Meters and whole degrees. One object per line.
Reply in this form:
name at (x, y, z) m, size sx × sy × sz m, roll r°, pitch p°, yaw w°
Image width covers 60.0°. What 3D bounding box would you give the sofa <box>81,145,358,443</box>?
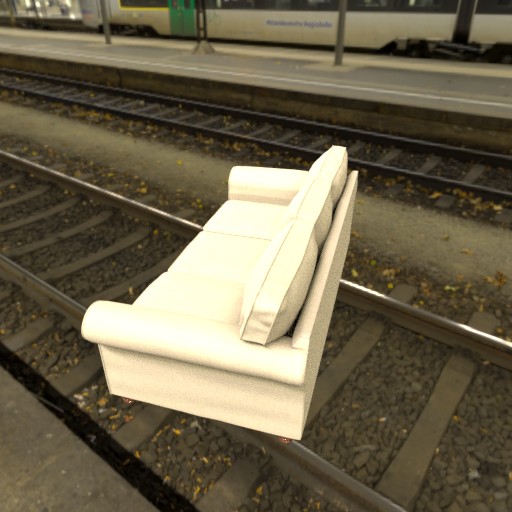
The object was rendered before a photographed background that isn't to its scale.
sofa at (0.000, 0.000, 2.715) m, size 0.998 × 0.889 × 2.118 m, roll 9°, pitch 31°, yaw 14°
